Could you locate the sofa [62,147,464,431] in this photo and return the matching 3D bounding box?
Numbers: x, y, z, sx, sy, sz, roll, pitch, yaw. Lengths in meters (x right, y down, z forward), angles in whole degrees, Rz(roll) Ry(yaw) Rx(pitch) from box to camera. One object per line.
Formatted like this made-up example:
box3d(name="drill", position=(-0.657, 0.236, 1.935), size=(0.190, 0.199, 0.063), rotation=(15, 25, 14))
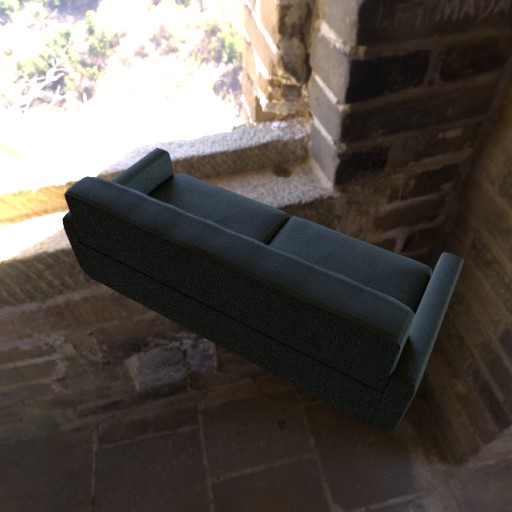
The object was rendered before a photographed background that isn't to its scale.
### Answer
box3d(name="sofa", position=(0.000, 0.000, 2.506), size=(2.029, 0.841, 0.909), rotation=(23, 50, 21))
